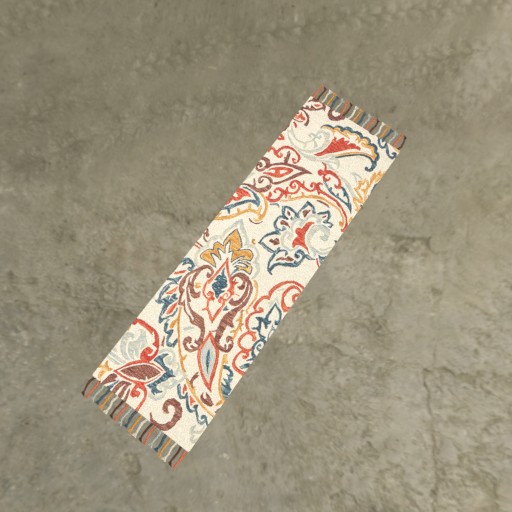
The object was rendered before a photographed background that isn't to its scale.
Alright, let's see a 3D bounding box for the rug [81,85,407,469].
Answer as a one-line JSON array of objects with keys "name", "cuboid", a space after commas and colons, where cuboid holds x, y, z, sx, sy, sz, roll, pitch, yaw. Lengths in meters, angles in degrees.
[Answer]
[{"name": "rug", "cuboid": [0.000, 0.000, 2.950, 0.763, 0.015, 2.682, 35, 78, 8]}]
